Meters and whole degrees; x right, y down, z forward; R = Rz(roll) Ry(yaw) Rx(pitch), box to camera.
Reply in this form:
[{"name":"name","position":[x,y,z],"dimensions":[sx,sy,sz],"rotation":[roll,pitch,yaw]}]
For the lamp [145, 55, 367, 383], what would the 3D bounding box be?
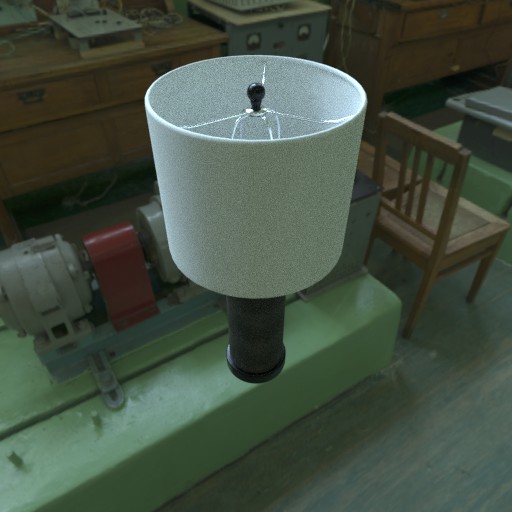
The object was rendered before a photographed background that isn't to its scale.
[{"name":"lamp","position":[0.000,0.000,0.819],"dimensions":[0.305,0.634,0.305],"rotation":[-24,47,-25]}]
